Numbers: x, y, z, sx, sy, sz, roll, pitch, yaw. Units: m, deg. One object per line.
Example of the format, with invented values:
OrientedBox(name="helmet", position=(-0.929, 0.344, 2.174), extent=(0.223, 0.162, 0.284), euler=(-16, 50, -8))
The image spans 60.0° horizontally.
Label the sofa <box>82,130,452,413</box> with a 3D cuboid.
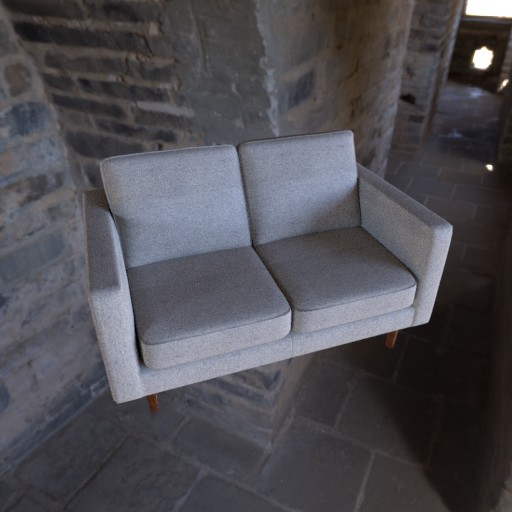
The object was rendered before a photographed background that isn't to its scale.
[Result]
OrientedBox(name="sofa", position=(0.000, 0.000, 2.202), extent=(1.527, 0.973, 0.969), euler=(-11, 34, -16))
